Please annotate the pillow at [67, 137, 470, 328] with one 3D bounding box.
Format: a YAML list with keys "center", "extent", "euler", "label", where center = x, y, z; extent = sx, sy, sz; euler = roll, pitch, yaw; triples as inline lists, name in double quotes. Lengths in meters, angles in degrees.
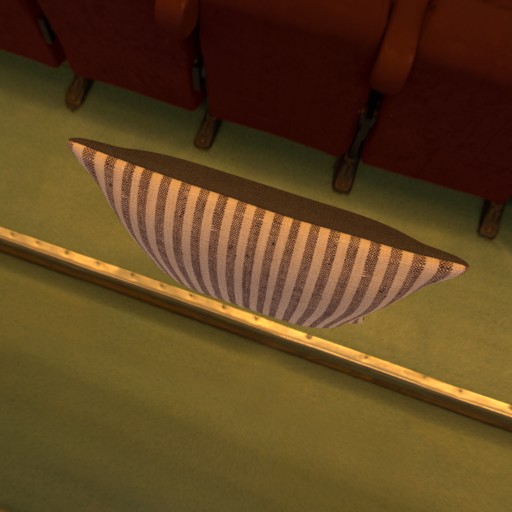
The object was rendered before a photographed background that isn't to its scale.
- center: [0.000, 0.000, 0.778]
  extent: [0.523, 0.506, 0.166]
  euler: [18, 76, 5]
  label: "pillow"
